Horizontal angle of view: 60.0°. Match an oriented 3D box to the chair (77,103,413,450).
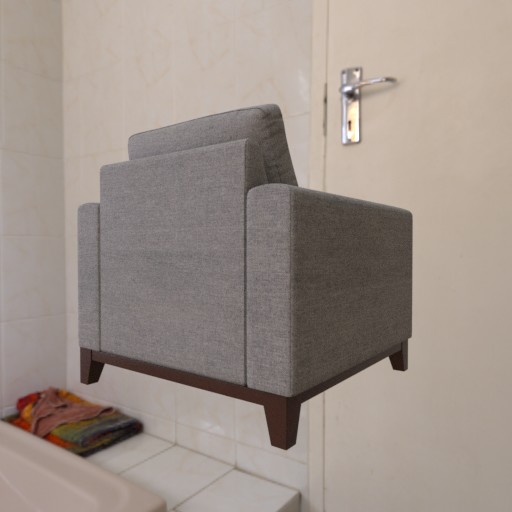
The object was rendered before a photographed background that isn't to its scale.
[{"bbox_3d":[0.000,0.000,1.880,1.024,1.010,1.038,1,1,37],"label":"chair"}]
